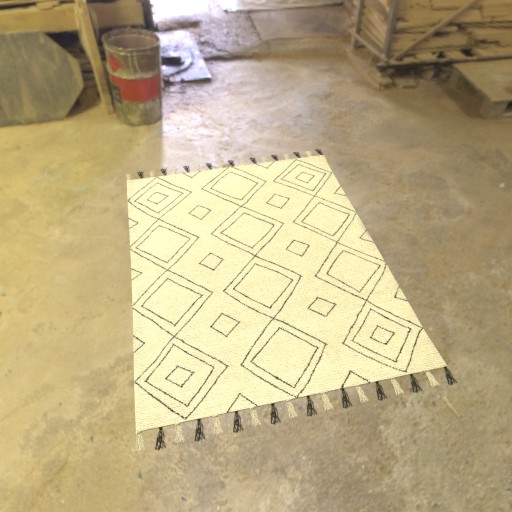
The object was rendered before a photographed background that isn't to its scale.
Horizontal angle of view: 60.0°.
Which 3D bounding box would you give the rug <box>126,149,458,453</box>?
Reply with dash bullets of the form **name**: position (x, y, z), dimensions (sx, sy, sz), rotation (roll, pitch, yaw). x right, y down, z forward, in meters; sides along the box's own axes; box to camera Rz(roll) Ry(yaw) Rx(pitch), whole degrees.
- **rug**: position (0.000, 0.000, 4.193), dimensions (2.342, 0.026, 3.221), rotation (-9, 47, -9)
